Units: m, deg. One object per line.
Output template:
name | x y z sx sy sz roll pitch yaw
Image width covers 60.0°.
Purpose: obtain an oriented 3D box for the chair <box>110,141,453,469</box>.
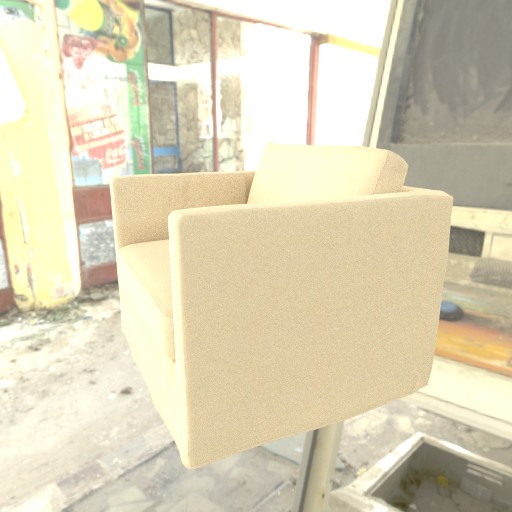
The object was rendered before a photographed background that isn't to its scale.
chair | 0.000 0.000 1.736 0.947 0.851 1.057 -8 18 -25
